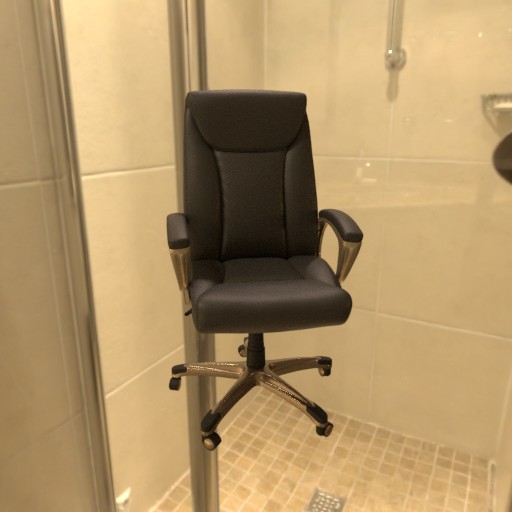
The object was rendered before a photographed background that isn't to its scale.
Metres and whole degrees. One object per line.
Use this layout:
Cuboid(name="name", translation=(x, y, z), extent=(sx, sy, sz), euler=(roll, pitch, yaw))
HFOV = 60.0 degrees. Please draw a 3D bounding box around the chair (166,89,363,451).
Cuboid(name="chair", translation=(0.000, 0.000, 1.620), extent=(0.694, 1.188, 0.748), euler=(-2, 16, -8))
